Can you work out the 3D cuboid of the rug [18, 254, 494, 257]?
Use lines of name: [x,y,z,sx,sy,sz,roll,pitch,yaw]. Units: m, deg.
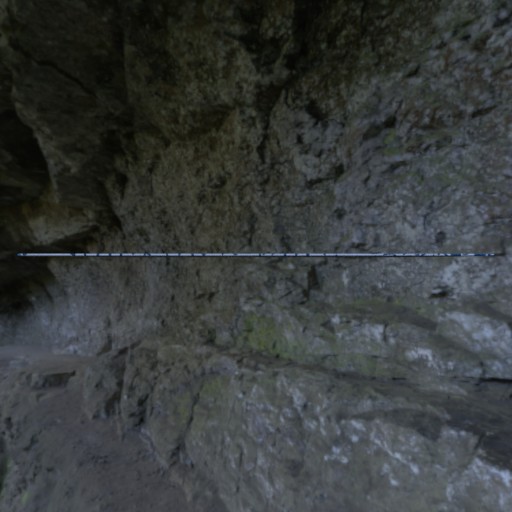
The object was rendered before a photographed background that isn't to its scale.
rug: [0.000,0.000,3.017,2.435,0.011,1.517,0,0,0]
